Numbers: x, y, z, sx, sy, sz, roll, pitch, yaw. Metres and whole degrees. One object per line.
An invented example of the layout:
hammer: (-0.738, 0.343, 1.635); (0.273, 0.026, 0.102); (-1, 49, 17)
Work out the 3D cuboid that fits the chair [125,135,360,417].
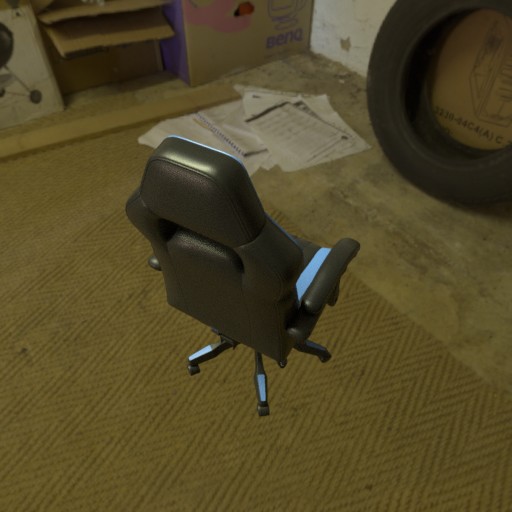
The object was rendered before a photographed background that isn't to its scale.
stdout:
chair: (0.000, 0.000, 1.717); (0.700, 1.280, 0.700); (24, 51, 21)
